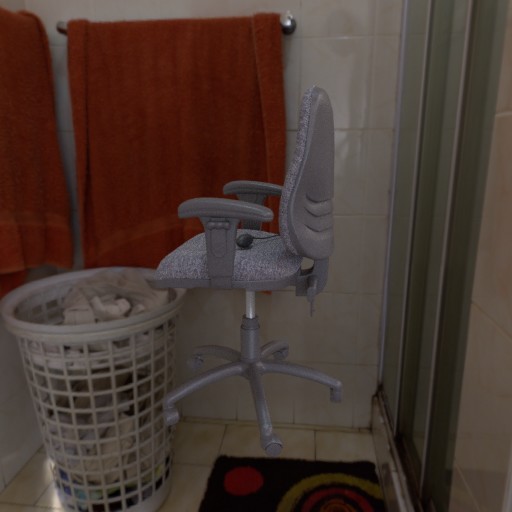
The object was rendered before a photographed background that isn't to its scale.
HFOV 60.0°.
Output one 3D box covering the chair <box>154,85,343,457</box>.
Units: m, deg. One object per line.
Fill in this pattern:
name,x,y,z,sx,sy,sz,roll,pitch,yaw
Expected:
chair,0.000,0.000,1.275,0.530,0.910,0.550,2,15,9
